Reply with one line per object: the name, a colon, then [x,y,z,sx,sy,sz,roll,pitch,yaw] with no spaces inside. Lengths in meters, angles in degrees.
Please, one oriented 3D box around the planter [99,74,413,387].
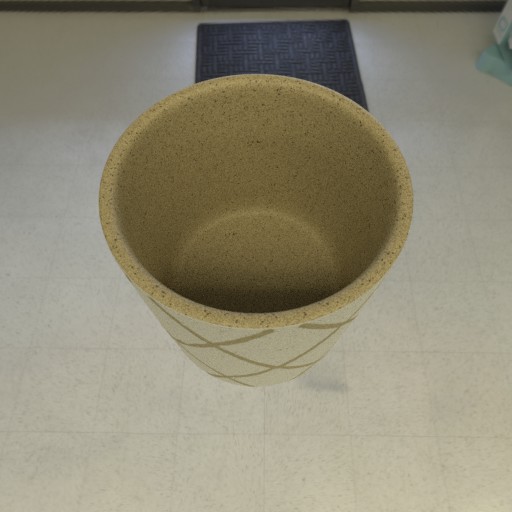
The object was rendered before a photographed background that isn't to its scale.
planter: [0.000,0.000,0.426,0.228,0.235,0.228,0,62,0]
